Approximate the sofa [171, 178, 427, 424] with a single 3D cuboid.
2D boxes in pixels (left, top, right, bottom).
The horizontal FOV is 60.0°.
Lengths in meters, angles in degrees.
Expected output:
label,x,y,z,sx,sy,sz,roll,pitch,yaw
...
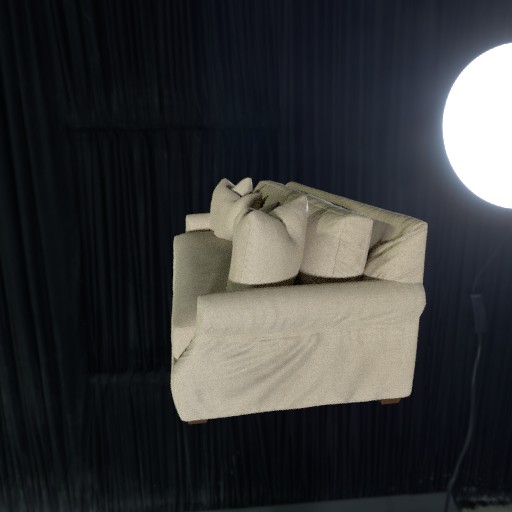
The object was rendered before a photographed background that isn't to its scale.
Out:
label,x,y,z,sx,sy,sz,roll,pitch,yaw
sofa,0.000,0.000,2.805,1.067,0.904,2.285,-2,14,-10
